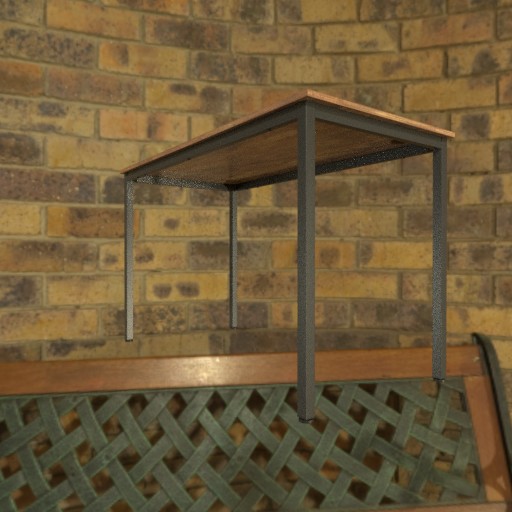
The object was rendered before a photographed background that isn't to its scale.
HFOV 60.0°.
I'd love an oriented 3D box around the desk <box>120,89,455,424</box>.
[{"bbox_3d":[0.000,0.000,1.635,0.600,0.749,1.200,0,1,-36],"label":"desk"}]
